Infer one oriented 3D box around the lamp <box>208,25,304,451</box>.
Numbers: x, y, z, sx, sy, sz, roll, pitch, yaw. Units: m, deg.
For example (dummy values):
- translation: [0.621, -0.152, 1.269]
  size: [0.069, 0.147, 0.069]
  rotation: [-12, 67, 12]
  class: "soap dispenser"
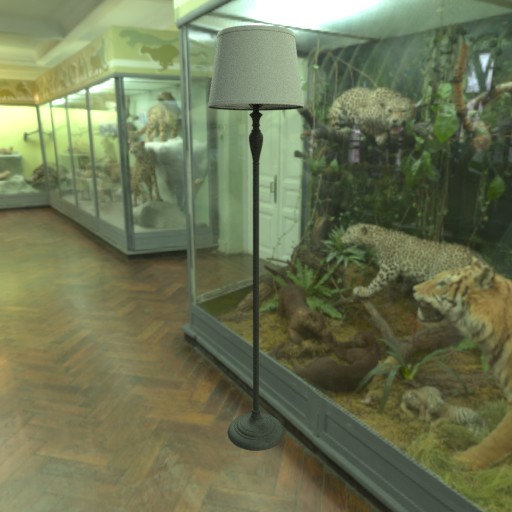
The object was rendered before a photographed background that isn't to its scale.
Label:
- translation: [0.000, 0.000, 1.648]
  size: [0.327, 1.506, 0.327]
  rotation: [7, 16, 25]
  class: "lamp"
